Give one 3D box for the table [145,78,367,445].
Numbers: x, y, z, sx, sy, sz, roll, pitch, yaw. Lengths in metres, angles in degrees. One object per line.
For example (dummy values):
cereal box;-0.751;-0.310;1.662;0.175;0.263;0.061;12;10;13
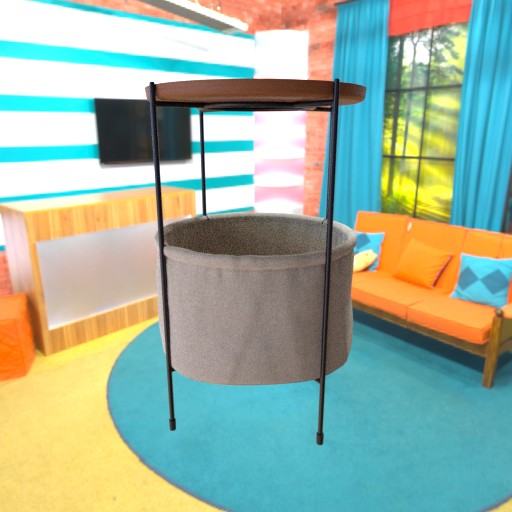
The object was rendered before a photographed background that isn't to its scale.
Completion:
table;0.000;0.000;0.878;0.393;0.623;0.393;2;16;8
